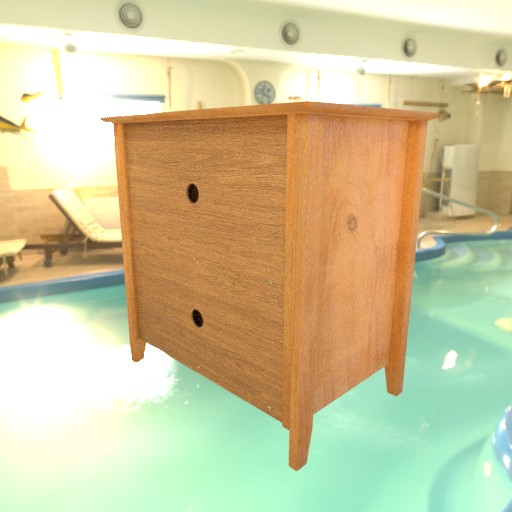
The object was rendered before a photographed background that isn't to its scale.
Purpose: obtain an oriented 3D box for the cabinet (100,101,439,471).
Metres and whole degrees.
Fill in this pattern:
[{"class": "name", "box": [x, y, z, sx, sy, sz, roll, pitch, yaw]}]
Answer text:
[{"class": "cabinet", "box": [0.000, 0.000, 1.257, 0.503, 0.762, 0.763, -14, 20, -43]}]
